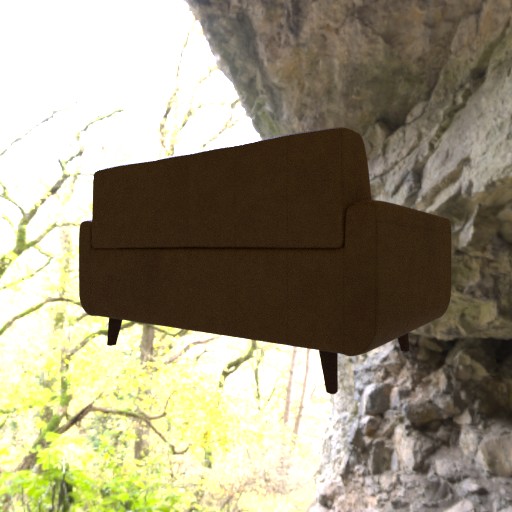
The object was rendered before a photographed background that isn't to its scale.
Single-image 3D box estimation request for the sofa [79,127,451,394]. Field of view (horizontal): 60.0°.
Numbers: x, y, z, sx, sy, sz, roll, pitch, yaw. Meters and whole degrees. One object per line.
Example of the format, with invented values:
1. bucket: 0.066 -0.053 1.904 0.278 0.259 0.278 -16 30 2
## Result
1. sofa: 0.000 0.000 2.234 1.651 0.925 0.952 1 1 37
